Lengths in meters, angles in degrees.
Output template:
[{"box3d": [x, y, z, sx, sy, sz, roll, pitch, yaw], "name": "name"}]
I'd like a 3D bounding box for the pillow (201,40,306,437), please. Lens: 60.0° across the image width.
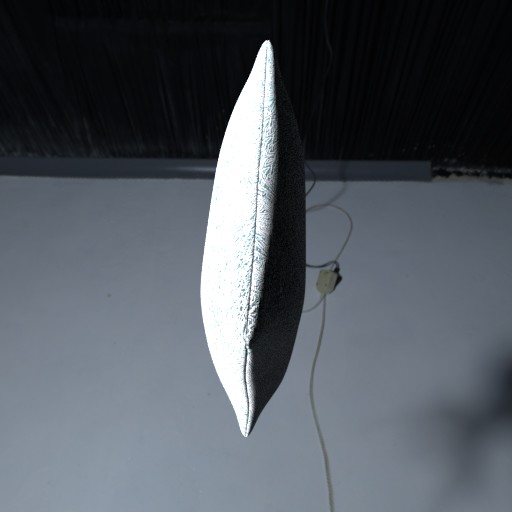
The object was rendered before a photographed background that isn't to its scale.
[{"box3d": [0.000, 0.000, 0.797, 0.166, 0.507, 0.526, 3, 58, 2], "name": "pillow"}]
